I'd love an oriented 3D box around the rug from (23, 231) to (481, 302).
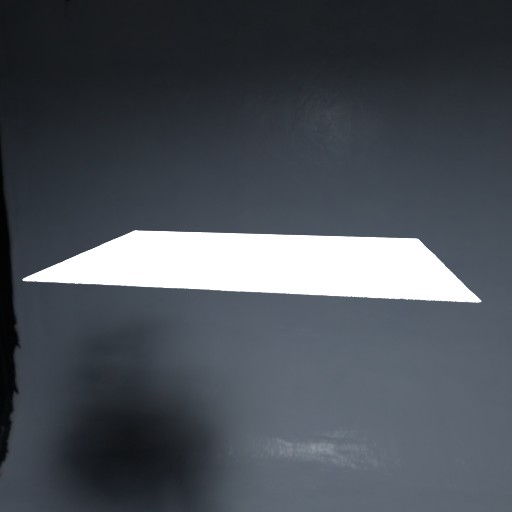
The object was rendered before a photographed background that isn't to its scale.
[{"bbox_3d":[0.000,0.000,3.053,2.442,0.010,1.546,2,14,8],"label":"rug"}]
